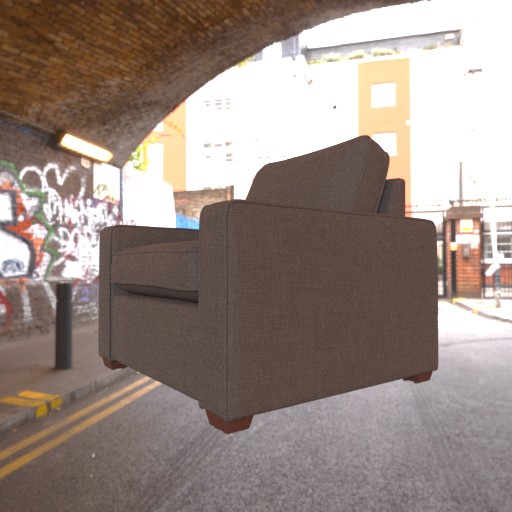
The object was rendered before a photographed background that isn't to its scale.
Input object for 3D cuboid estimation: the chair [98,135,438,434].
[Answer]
[{"bbox_3d":[0.000,0.000,1.735,0.940,0.919,1.017,1,-2,-37],"label":"chair"}]
